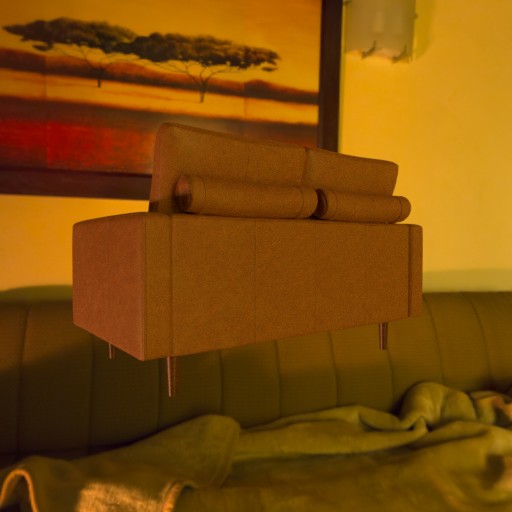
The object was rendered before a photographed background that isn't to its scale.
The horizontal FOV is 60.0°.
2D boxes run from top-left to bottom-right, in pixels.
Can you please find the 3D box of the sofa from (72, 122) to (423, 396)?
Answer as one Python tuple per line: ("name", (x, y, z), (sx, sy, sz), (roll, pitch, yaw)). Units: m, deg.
("sofa", (0.000, 0.000, 2.017), (1.430, 0.898, 0.868), (-1, 2, -36))
